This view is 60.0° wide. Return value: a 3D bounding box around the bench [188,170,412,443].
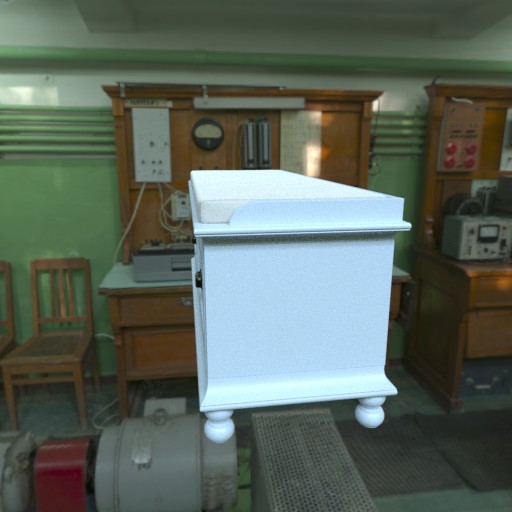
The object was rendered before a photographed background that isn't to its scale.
[{"bbox_3d":[0.000,0.000,1.409,0.402,0.486,1.185,-2,14,-9],"label":"bench"}]
